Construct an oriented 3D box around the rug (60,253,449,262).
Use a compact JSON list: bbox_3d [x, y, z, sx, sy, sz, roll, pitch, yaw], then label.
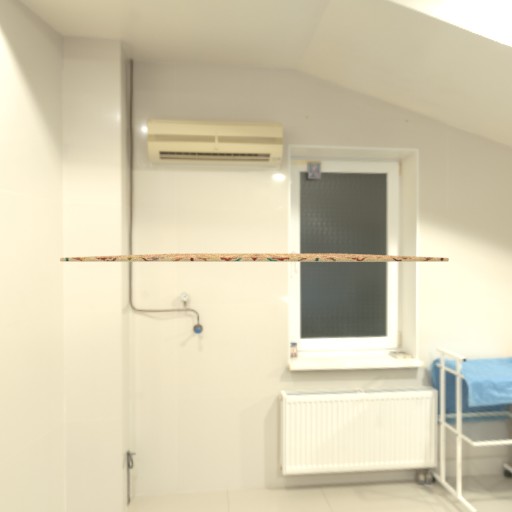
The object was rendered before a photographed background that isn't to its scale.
[{"bbox_3d":[0.000,0.000,2.309,1.226,0.013,1.838,0,1,0],"label":"rug"}]
